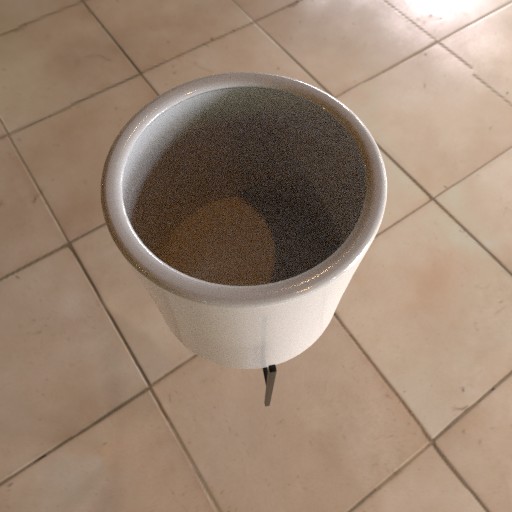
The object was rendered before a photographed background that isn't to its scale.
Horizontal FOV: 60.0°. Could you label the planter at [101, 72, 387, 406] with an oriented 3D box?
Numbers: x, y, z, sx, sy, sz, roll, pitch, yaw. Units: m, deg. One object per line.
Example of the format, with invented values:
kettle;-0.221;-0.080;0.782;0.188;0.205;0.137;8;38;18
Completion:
planter;0.000;0.000;0.727;0.361;0.480;0.360;-33;68;-15
